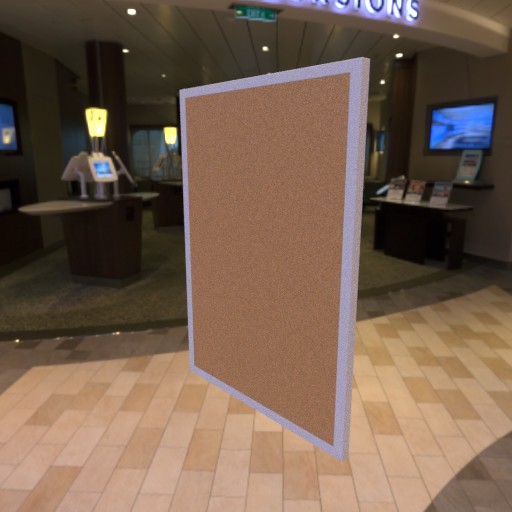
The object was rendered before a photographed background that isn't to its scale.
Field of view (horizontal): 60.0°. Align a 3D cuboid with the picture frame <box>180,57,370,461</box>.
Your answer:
[{"bbox_3d":[0.000,0.000,0.575,0.013,0.434,0.305,-12,18,-42],"label":"picture frame"}]
